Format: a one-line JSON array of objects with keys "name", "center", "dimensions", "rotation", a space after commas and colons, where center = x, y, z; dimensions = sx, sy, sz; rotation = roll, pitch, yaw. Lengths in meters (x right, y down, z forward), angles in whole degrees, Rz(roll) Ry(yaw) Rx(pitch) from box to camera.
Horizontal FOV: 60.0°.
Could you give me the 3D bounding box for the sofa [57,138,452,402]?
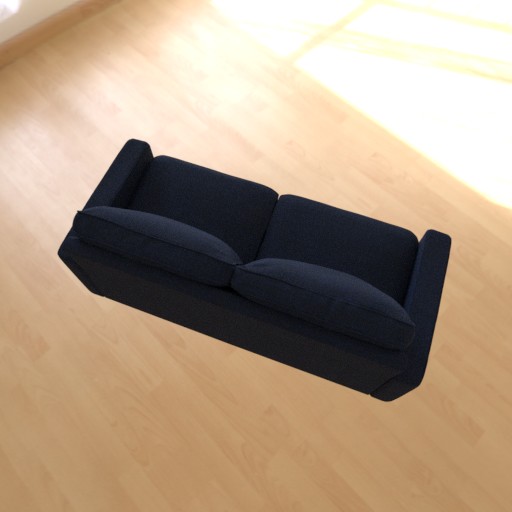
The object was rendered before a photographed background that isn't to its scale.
[{"name": "sofa", "center": [0.000, 0.000, 2.619], "dimensions": [2.080, 0.919, 0.940], "rotation": [19, 65, 9]}]
